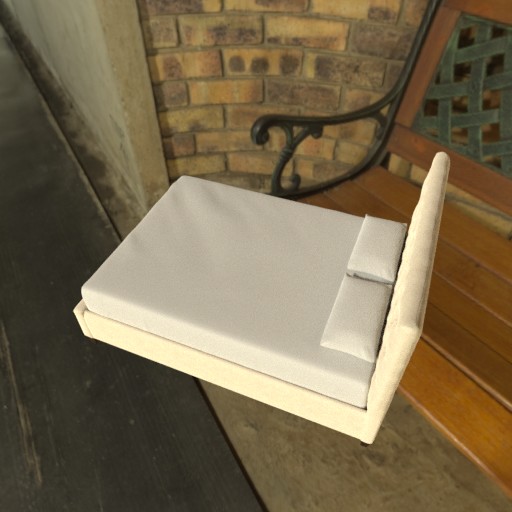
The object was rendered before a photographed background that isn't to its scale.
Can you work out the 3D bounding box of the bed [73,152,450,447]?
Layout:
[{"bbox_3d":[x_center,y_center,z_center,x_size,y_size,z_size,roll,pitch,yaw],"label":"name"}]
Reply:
[{"bbox_3d":[0.000,0.000,3.455,2.387,1.427,1.698,16,47,15],"label":"bed"}]
